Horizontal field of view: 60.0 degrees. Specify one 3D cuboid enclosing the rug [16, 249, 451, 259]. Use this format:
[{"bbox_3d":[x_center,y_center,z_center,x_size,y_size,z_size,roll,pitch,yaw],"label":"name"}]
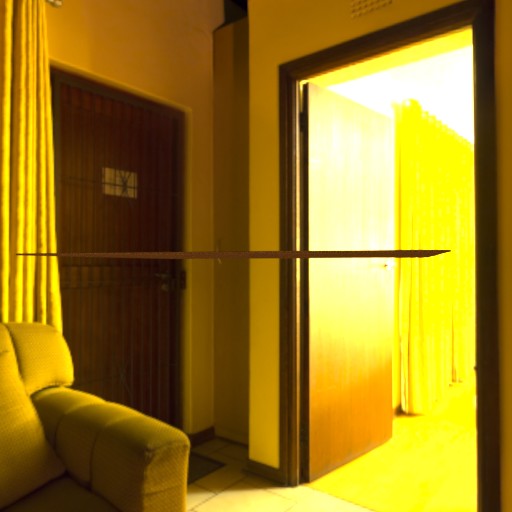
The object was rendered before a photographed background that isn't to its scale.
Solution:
[{"bbox_3d":[0.000,0.000,4.041,3.050,0.016,2.441,0,-1,18],"label":"rug"}]
